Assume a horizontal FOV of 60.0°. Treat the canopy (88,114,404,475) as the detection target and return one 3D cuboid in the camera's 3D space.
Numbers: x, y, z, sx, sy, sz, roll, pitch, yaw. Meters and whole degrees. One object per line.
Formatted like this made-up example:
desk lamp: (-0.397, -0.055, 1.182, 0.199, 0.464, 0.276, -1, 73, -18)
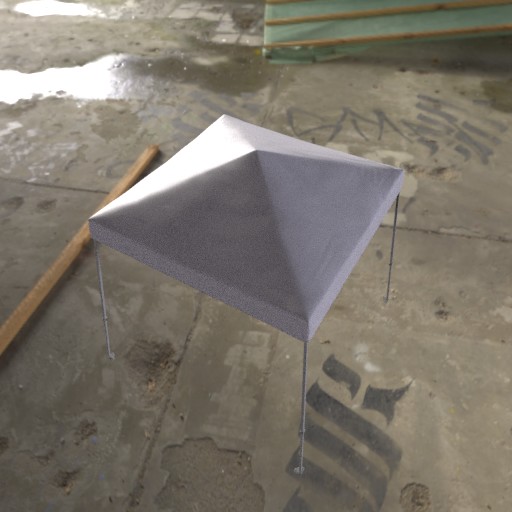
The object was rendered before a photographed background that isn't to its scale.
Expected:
canopy: (0.000, 0.000, 5.162, 2.850, 2.850, 2.849, 23, 50, 21)
